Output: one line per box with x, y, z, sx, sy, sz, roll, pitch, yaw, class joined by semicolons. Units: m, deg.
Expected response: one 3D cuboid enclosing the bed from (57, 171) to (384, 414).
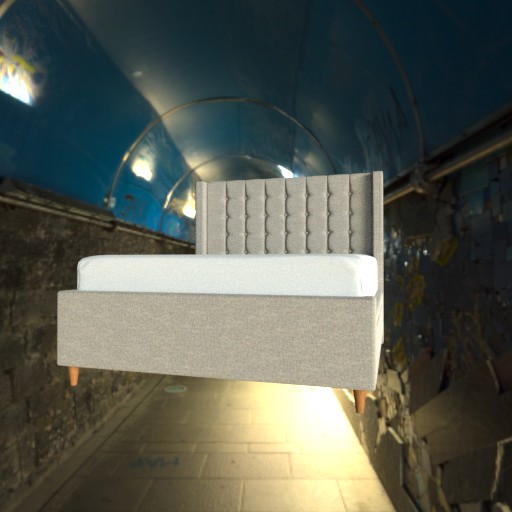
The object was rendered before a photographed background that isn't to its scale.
0.000;0.000;3.774;2.044;1.748;2.372;0;-1;17;bed
